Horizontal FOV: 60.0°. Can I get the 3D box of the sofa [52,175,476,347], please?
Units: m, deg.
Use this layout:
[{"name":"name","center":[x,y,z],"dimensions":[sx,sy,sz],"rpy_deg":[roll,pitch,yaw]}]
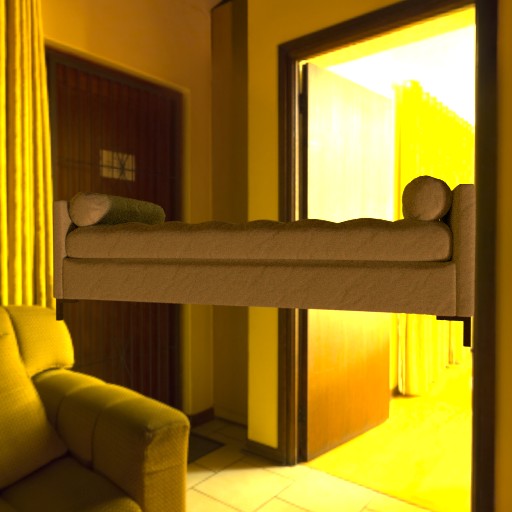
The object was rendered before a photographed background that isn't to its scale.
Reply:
[{"name":"sofa","center":[0.000,0.000,2.437],"dimensions":[2.102,0.705,0.796],"rpy_deg":[0,1,18]}]
